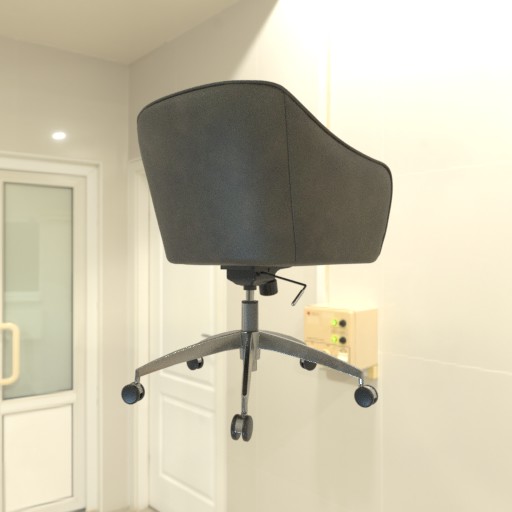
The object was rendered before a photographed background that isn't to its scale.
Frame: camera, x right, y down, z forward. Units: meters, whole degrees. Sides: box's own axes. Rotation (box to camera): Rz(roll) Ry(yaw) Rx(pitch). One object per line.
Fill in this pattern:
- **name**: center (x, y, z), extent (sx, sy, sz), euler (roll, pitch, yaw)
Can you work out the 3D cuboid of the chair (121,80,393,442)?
- **chair**: center (0.000, 0.000, 1.362), extent (0.713, 0.827, 0.689), euler (0, 0, 36)
